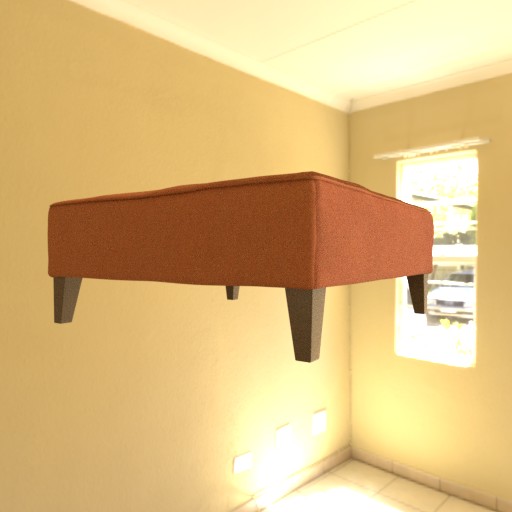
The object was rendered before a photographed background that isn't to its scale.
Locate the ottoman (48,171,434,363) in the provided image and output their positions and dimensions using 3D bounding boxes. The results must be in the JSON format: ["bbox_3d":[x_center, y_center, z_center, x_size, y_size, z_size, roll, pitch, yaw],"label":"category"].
[{"bbox_3d":[0.000,0.000,1.571,0.999,0.438,0.997,0,0,35],"label":"ottoman"}]
